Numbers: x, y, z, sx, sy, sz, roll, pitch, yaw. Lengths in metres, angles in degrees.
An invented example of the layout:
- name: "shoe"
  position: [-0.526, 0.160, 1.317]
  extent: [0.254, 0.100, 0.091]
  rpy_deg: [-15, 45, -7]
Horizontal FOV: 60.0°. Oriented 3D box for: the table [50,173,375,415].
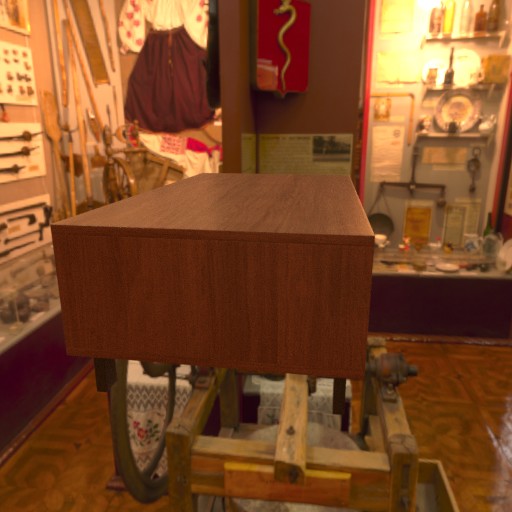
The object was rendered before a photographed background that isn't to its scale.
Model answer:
- name: "table"
  position: [0.000, 0.000, 1.302]
  extent: [0.600, 0.380, 1.020]
  rpy_deg: [3, 16, 9]
